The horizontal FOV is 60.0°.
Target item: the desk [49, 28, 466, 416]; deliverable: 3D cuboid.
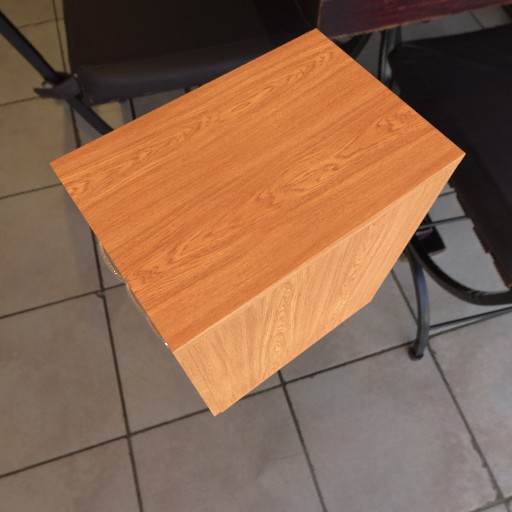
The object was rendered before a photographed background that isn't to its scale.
[{"bbox_3d":[0.000,0.000,1.083,0.600,0.730,0.404,-33,68,-15],"label":"desk"}]
